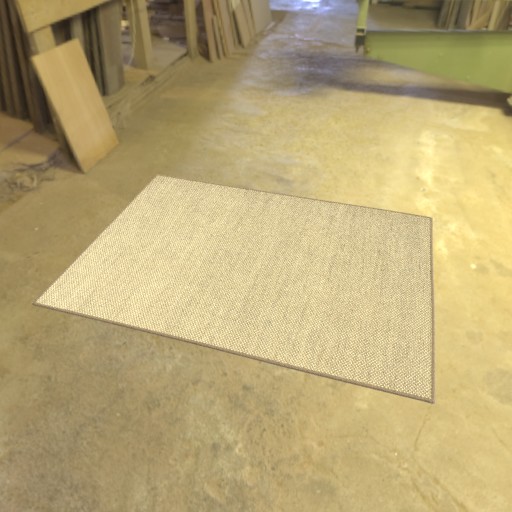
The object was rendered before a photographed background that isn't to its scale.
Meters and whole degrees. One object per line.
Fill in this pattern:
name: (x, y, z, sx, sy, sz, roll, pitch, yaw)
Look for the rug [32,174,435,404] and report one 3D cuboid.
rug: (0.000, 0.000, 2.751, 2.115, 0.013, 1.517, 11, 41, 13)
